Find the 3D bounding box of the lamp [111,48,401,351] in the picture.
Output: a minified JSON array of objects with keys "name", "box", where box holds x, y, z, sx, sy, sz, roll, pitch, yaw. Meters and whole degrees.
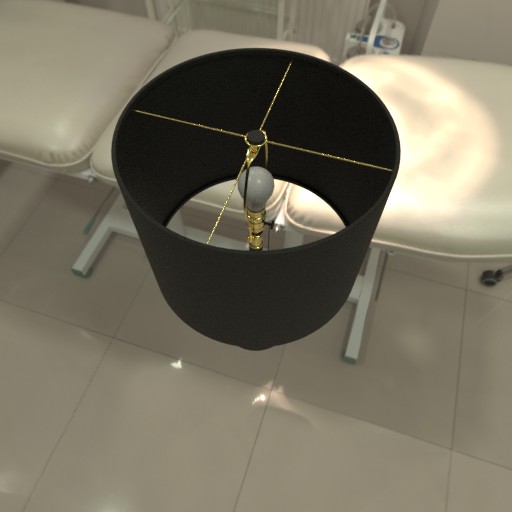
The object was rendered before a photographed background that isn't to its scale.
[{"name":"lamp","box":[0.000,0.000,0.803,0.359,0.584,0.359,16,60,9]}]
